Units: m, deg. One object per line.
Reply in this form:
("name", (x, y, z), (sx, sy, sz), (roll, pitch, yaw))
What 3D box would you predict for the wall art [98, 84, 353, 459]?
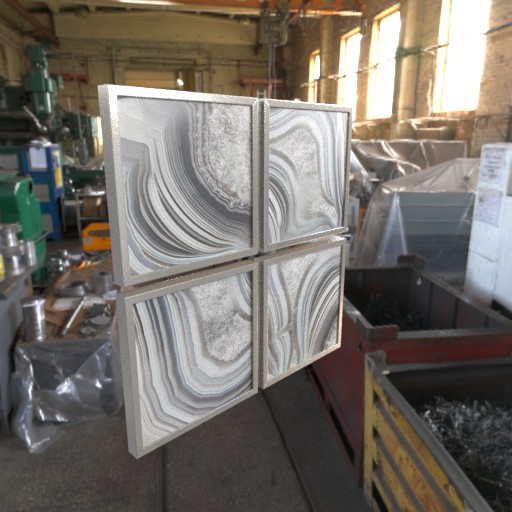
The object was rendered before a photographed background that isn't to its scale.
("wall art", (0.000, 0.000, 0.910), (0.611, 0.611, 0.029), (-14, 20, -43))
